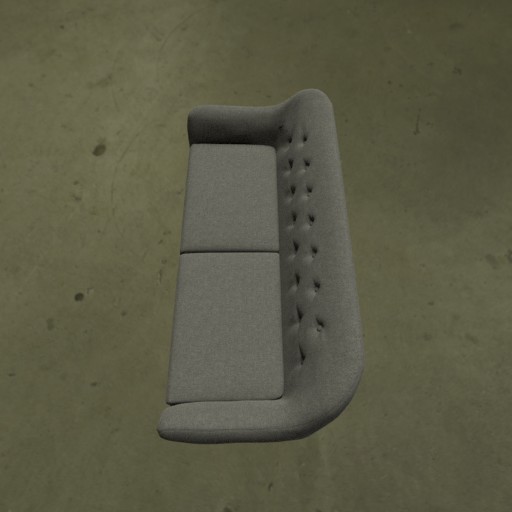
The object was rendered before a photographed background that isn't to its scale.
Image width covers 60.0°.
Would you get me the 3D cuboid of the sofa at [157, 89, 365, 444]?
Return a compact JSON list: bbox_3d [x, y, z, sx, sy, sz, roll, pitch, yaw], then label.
[{"bbox_3d":[0.000,0.000,2.304,0.820,0.820,1.840,0,60,0],"label":"sofa"}]
